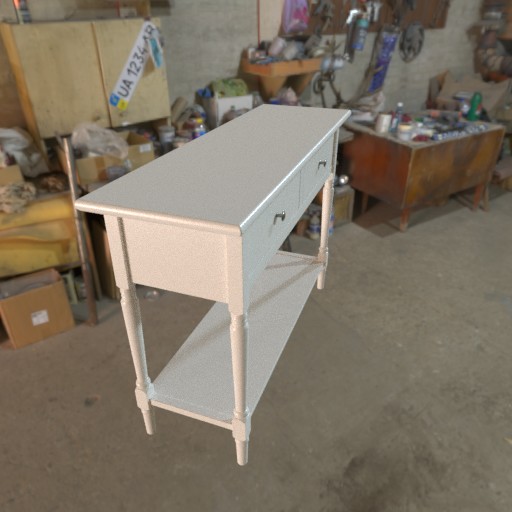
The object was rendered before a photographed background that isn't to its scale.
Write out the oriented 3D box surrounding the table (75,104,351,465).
[{"bbox_3d":[0.000,0.000,1.567,0.386,0.814,1.191,10,31,18],"label":"table"}]
